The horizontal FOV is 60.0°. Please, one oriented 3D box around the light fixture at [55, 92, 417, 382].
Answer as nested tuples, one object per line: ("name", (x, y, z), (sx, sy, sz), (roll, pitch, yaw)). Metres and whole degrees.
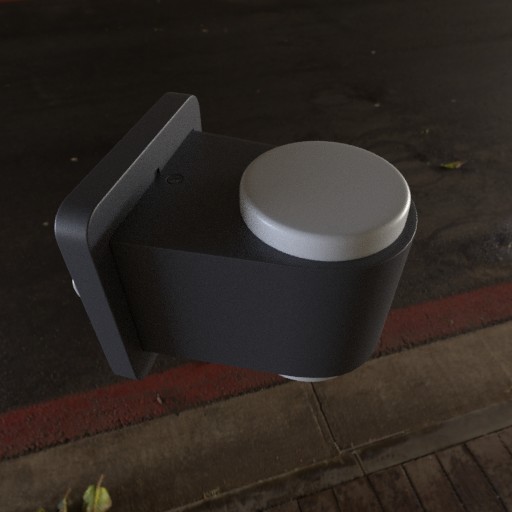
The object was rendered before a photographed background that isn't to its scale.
("light fixture", (0.000, 0.000, 0.213), (0.132, 0.109, 0.109), (11, 46, 11))
